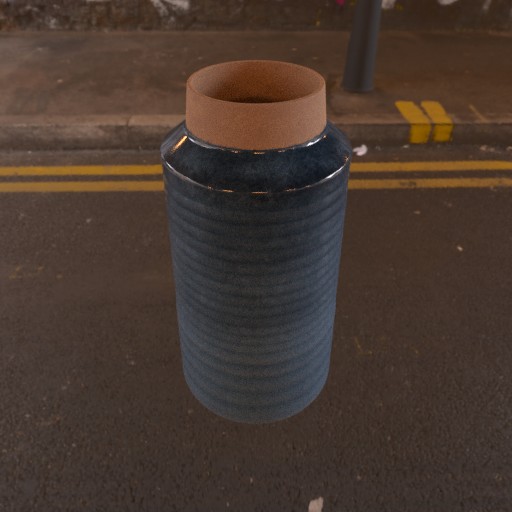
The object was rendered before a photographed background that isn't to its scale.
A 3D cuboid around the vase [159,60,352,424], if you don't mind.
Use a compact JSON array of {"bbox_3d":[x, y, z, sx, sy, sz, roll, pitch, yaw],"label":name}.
[{"bbox_3d":[0.000,0.000,0.407,0.163,0.316,0.163,0,39,0],"label":"vase"}]
